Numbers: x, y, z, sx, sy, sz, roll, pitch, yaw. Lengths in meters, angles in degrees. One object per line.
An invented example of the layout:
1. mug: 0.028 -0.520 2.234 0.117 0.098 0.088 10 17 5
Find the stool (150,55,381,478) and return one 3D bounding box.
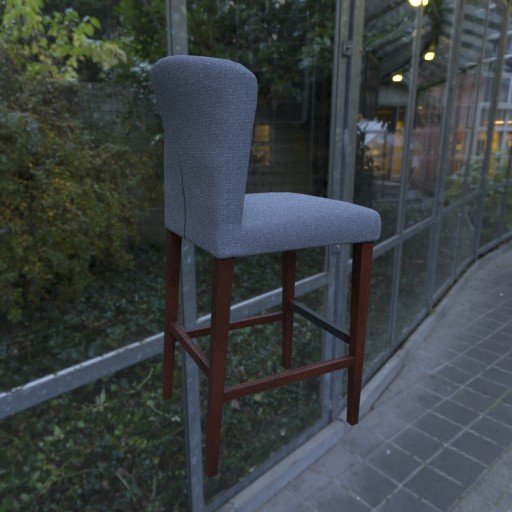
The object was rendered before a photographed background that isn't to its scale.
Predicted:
1. stool: 0.000 0.000 1.352 0.568 1.069 0.486 -7 16 -26
